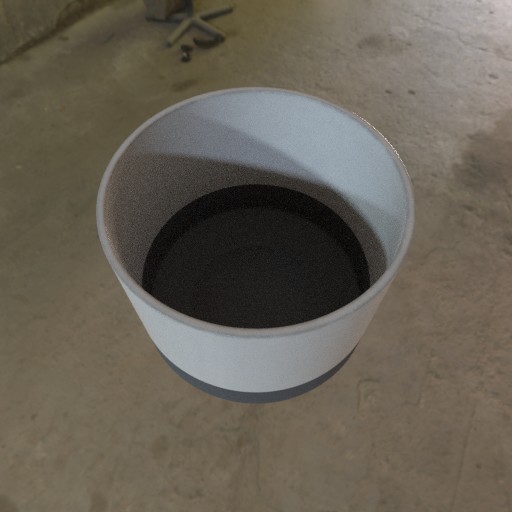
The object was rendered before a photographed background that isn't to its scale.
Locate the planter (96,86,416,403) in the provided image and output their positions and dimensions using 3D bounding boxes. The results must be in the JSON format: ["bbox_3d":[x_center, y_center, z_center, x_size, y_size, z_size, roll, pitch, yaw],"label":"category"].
[{"bbox_3d":[0.000,0.000,0.225,0.128,0.105,0.128,0,58,0],"label":"planter"}]
